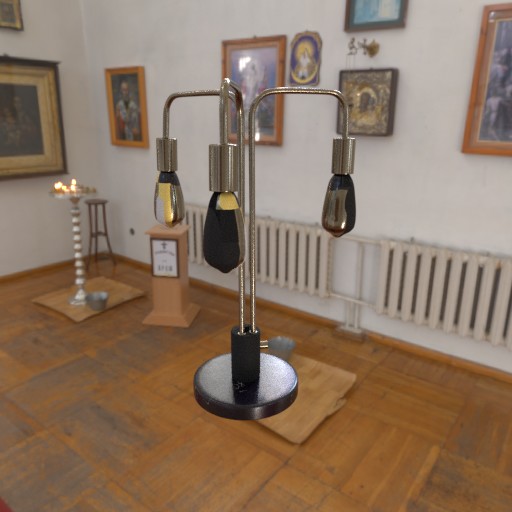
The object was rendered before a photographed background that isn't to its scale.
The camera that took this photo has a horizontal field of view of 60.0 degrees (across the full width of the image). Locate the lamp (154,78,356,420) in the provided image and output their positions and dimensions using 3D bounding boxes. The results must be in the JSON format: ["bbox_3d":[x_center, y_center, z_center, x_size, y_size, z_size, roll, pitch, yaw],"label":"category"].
[{"bbox_3d":[0.000,0.000,0.779,0.368,0.560,0.355,-2,16,-7],"label":"lamp"}]
